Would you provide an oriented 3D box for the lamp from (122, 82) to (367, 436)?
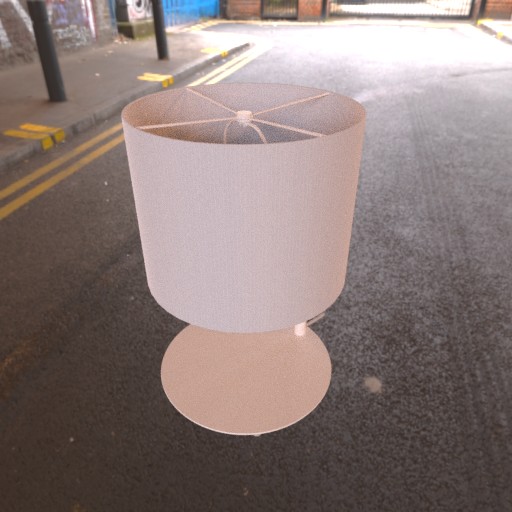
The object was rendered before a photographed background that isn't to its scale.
[{"bbox_3d":[0.000,0.000,0.684,0.341,0.454,0.299,-22,38,-30],"label":"lamp"}]
